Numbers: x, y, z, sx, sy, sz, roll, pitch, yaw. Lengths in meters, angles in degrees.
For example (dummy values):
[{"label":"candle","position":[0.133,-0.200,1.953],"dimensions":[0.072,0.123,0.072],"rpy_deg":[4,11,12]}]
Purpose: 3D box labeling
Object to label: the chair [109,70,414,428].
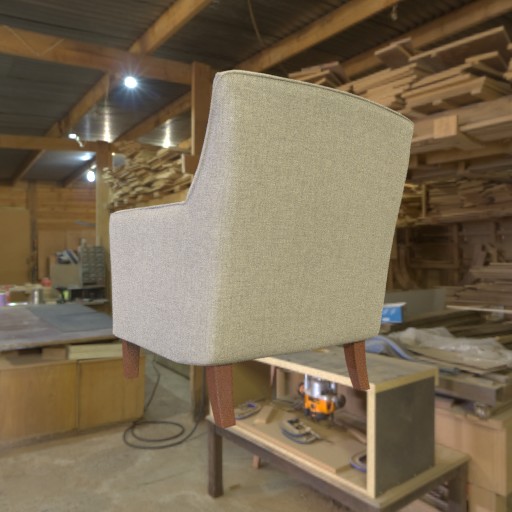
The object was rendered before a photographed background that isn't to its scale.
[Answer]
[{"label":"chair","position":[0.000,0.000,1.786],"dimensions":[0.887,1.047,0.993],"rpy_deg":[0,1,-35]}]
